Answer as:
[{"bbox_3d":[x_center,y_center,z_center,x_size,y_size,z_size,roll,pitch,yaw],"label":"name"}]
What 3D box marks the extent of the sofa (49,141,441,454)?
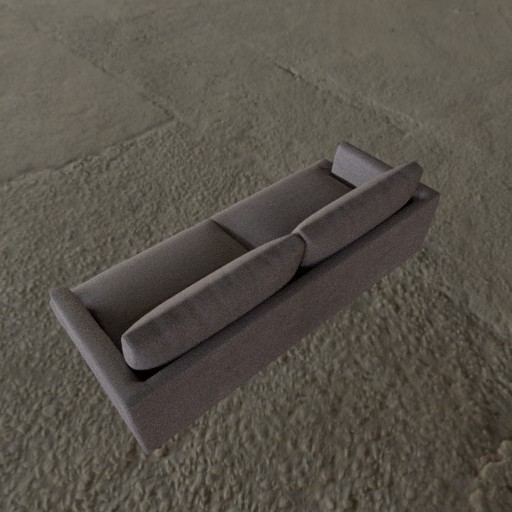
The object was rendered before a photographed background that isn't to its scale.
[{"bbox_3d":[0.000,0.000,2.735,2.250,0.868,1.020,-31,53,-27],"label":"sofa"}]
